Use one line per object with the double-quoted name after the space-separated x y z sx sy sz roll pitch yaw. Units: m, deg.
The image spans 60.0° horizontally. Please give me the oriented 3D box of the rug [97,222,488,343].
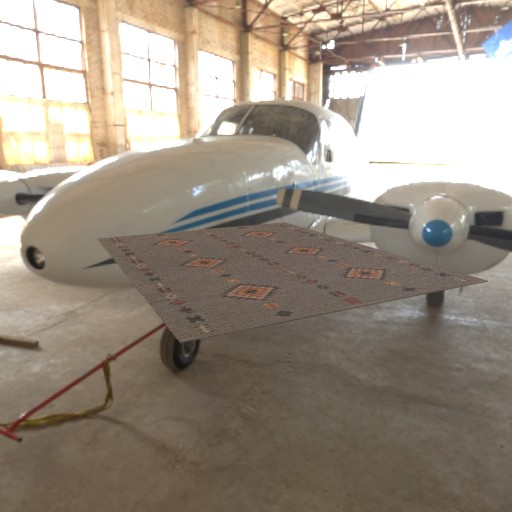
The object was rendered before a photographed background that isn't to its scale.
0.000 0.000 4.151 2.425 0.008 3.035 -7 15 -26 "rug"
